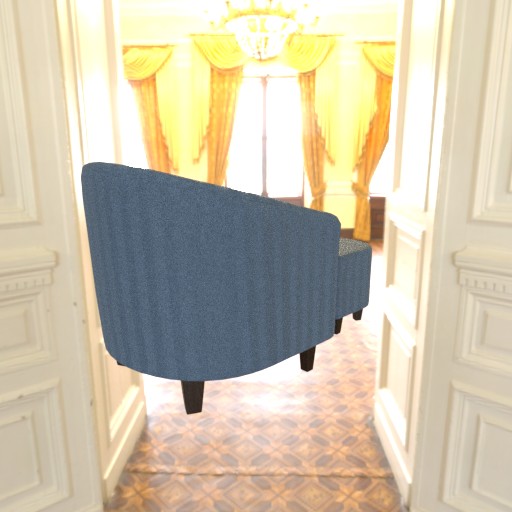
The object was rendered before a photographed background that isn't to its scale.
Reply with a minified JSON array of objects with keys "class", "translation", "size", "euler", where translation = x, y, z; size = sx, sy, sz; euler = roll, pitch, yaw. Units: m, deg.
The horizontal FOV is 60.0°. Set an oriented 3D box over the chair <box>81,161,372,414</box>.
[{"class":"chair","translation":[0.000,0.000,1.770],"size":[1.288,0.757,0.756],"euler":[-13,18,-42]}]
